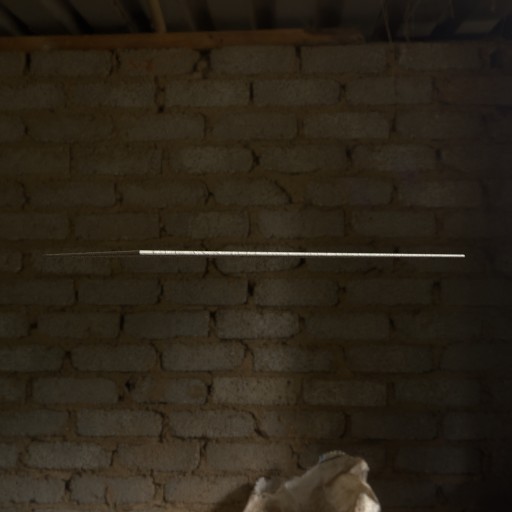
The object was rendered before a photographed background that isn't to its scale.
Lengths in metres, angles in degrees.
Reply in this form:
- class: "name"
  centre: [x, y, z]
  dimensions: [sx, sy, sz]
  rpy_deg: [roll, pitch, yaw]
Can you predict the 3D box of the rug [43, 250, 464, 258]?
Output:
- class: "rug"
  centre: [0.000, 0.000, 2.755]
  dimensions: [2.132, 0.015, 1.526]
  rpy_deg: [0, -1, -37]
